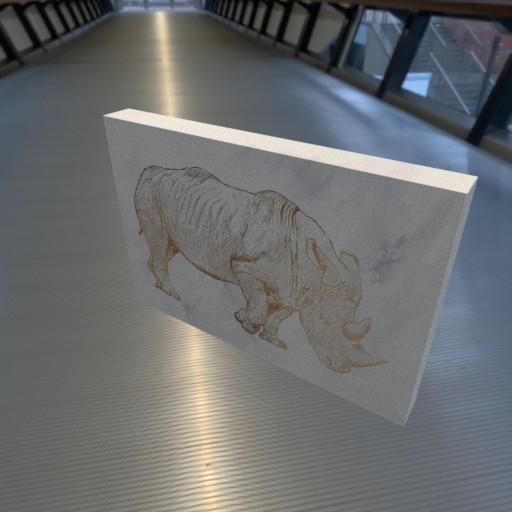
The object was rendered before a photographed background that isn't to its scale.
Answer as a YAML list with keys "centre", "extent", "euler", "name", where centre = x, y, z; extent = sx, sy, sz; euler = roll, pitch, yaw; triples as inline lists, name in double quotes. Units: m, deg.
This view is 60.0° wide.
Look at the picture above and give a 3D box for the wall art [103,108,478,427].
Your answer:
- centre: [0.000, 0.000, 0.480]
  extent: [0.381, 0.254, 0.038]
  euler: [19, 37, 28]
  name: "wall art"
